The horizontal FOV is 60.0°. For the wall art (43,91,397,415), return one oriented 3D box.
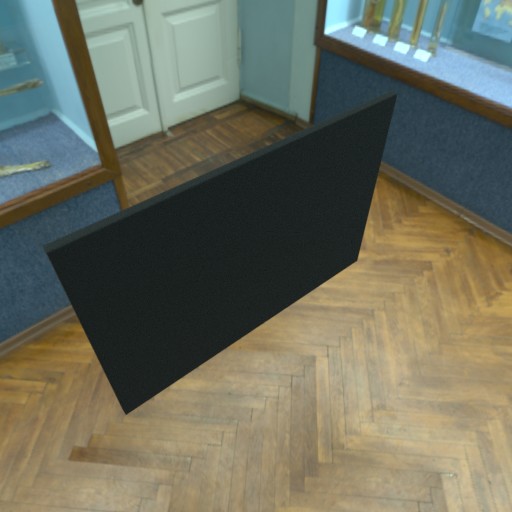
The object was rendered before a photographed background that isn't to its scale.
[{"bbox_3d":[0.000,0.000,1.229,0.958,0.656,0.026,-30,53,-26],"label":"wall art"}]
